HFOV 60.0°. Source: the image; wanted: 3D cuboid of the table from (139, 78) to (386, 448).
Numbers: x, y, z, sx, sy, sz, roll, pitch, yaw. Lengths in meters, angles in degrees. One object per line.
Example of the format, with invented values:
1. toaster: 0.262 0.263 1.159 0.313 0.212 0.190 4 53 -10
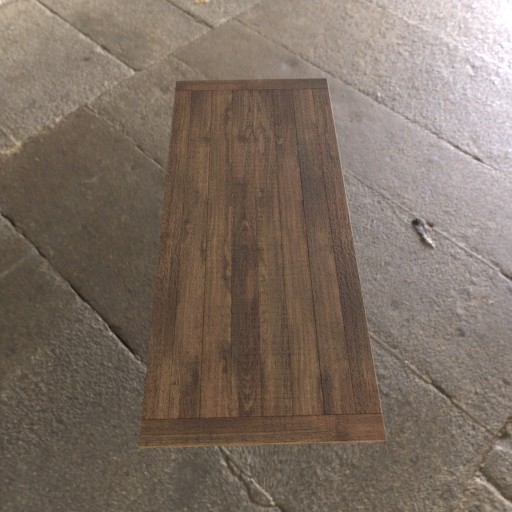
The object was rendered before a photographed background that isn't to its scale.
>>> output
1. table: 0.000 0.000 2.454 0.907 0.733 2.031 -1 59 -1
